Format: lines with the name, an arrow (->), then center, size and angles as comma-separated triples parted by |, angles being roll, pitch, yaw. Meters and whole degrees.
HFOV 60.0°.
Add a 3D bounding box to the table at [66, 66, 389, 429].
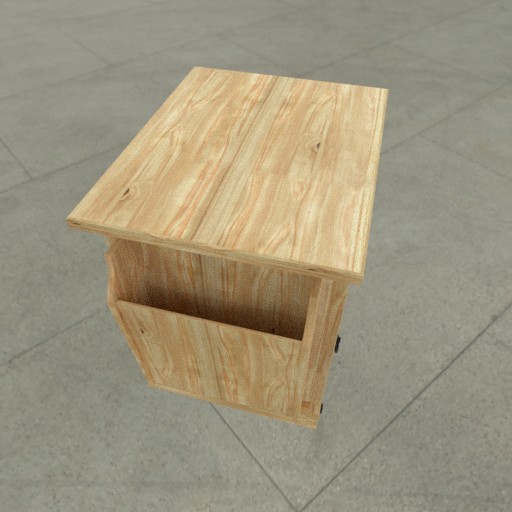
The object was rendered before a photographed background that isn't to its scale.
table -> 0.000, 0.000, 0.876 | 0.380, 0.515, 0.530 | 11, 47, 10
